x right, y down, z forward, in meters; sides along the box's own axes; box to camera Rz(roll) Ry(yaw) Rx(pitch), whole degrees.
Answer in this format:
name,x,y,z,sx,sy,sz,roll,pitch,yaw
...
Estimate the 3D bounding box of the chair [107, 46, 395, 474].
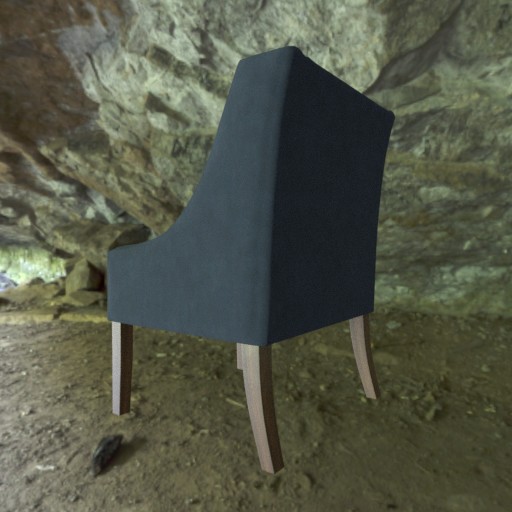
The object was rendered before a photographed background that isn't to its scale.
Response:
name,x,y,z,sx,sy,sz,roll,pitch,yaw
chair,0.000,0.000,1.323,0.629,0.895,0.629,1,2,37
